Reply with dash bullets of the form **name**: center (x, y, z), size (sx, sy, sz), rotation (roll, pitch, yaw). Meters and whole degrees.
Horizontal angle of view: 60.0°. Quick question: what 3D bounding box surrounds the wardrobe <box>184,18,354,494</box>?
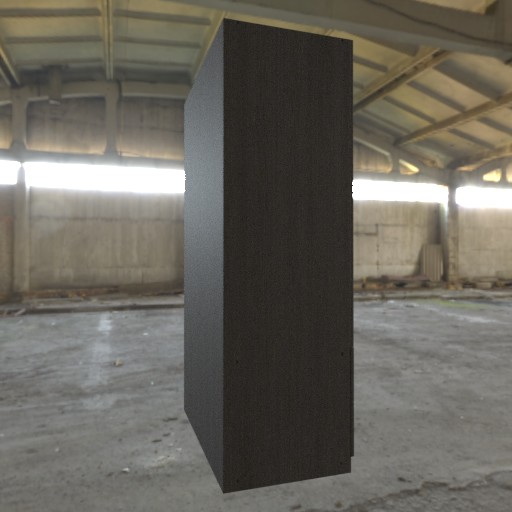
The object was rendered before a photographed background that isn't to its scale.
- **wardrobe**: center (0.000, 0.000, 2.241), size (0.577, 1.808, 0.991), rotation (0, 0, -18)
